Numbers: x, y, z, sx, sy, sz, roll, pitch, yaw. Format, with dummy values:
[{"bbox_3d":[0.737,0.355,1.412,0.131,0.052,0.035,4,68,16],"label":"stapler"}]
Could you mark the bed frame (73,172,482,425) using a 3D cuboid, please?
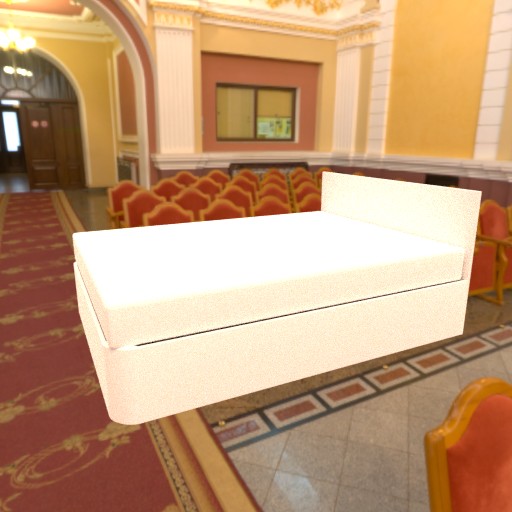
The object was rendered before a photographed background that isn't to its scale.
[{"bbox_3d":[0.000,0.000,2.585,1.900,0.800,1.400,-7,17,-25],"label":"bed frame"}]
